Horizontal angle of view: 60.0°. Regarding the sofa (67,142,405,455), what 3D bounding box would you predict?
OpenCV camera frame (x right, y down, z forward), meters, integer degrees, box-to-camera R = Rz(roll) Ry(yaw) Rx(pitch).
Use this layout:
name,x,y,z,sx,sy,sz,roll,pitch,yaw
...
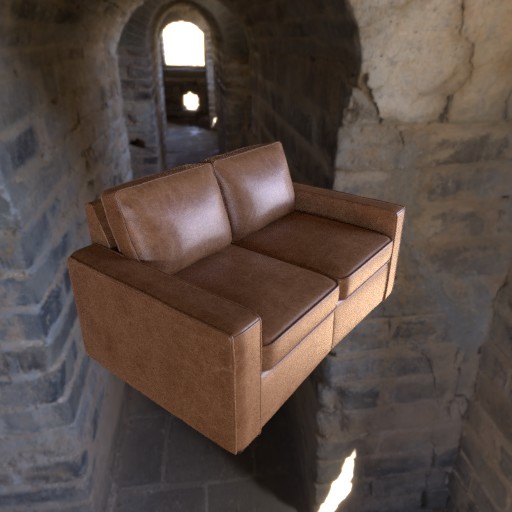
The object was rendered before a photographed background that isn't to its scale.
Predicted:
name,x,y,z,sx,sy,sz,roll,pitch,yaw
sofa,0.000,0.000,2.272,1.020,0.896,1.532,19,32,33
